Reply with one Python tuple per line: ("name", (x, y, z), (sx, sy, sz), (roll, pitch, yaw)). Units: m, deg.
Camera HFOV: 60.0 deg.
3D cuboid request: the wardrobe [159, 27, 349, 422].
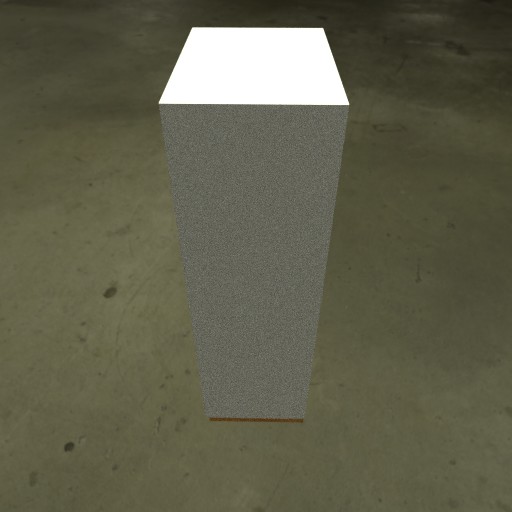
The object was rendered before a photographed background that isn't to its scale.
("wardrobe", (0.000, 0.000, 2.393), (0.600, 2.040, 0.860), (1, 42, 1))
